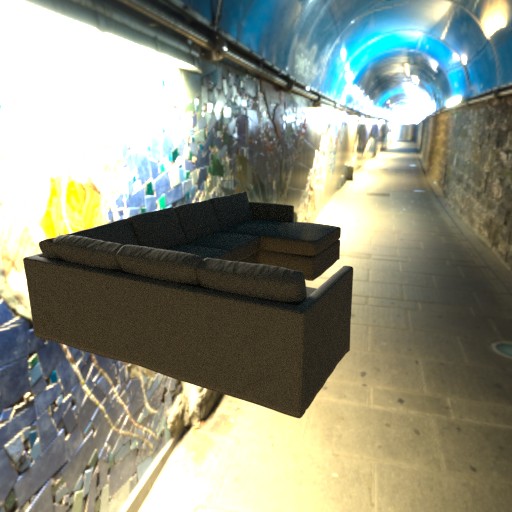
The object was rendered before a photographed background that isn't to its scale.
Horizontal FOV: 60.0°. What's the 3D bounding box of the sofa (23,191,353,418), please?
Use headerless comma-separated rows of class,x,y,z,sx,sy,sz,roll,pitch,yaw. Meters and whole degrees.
sofa,0.000,0.000,4.535,2.427,0.882,3.460,8,18,26
